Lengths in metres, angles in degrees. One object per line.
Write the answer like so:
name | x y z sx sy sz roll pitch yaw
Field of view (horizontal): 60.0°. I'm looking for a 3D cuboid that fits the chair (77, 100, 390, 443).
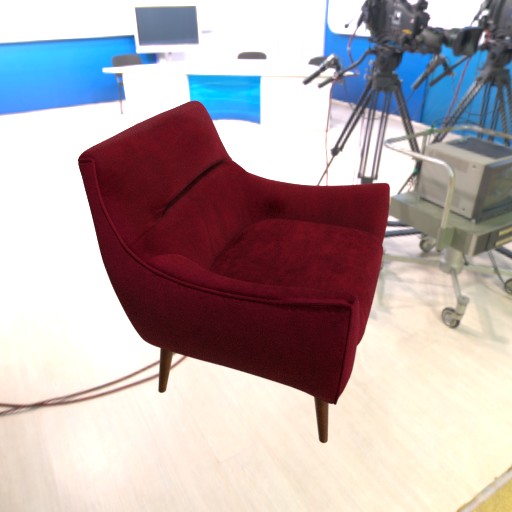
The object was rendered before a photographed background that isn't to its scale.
chair | 0.000 0.000 1.462 0.787 0.838 0.762 11 33 17
